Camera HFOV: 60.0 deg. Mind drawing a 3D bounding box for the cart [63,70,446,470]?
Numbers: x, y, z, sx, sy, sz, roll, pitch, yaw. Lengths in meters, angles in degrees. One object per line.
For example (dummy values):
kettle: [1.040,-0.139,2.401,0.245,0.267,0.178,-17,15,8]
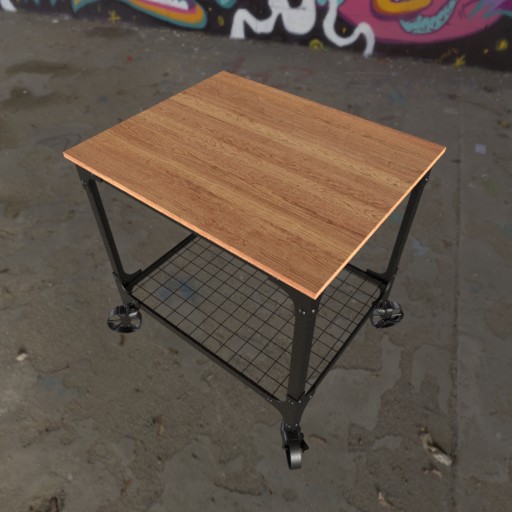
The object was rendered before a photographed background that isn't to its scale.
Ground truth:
cart: [0.000,0.000,1.093,0.666,0.603,0.558,29,52,25]
